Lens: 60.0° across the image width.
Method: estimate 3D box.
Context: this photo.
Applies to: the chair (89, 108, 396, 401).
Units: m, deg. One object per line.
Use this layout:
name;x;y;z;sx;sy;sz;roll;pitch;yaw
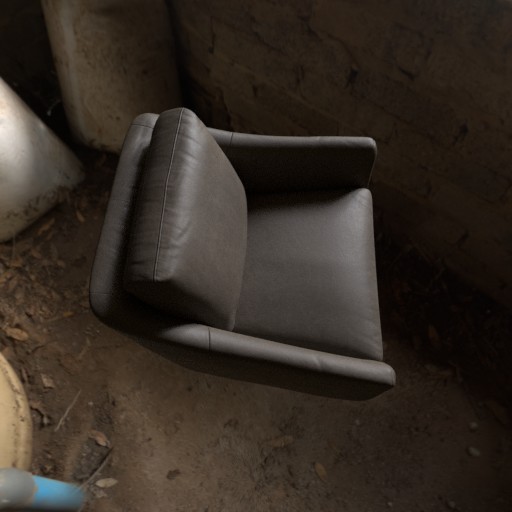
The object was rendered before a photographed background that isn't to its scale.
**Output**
chair;0.000;0.000;1.713;0.961;0.901;0.988;3;63;2
